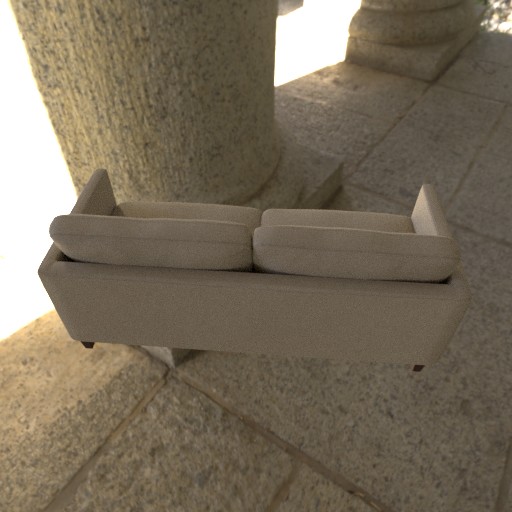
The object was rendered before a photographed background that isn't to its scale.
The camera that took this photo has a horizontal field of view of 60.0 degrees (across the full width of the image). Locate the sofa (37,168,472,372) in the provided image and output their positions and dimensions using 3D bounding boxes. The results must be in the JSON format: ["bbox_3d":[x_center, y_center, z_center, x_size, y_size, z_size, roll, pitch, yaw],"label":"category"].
[{"bbox_3d":[0.000,0.000,2.670,2.181,0.932,0.948,3,46,3],"label":"sofa"}]
